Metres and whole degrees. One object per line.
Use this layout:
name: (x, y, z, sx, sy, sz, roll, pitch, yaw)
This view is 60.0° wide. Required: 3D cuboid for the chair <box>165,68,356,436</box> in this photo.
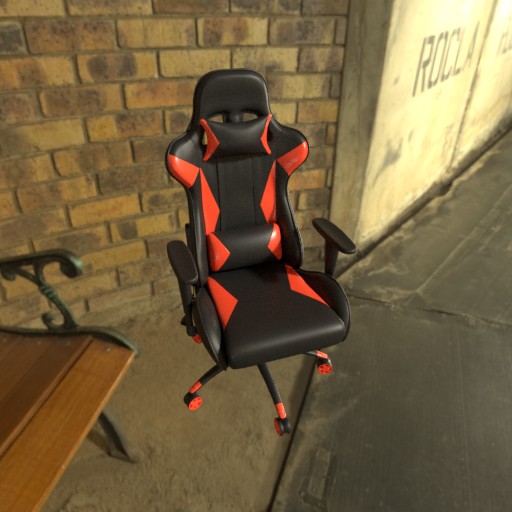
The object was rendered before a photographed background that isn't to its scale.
chair: (0.000, 0.000, 1.718, 0.695, 1.282, 0.730, -10, 32, -16)
